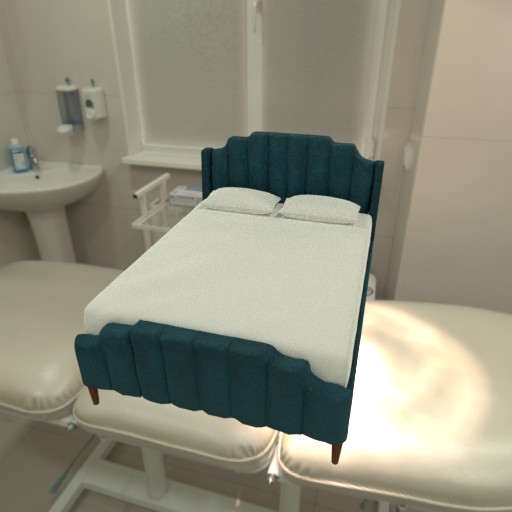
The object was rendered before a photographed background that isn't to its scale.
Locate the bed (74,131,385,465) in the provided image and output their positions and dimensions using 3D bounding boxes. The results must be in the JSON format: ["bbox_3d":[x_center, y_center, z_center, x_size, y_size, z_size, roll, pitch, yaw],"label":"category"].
[{"bbox_3d":[0.000,0.000,3.332,1.676,1.351,2.322,8,29,14],"label":"bed"}]
